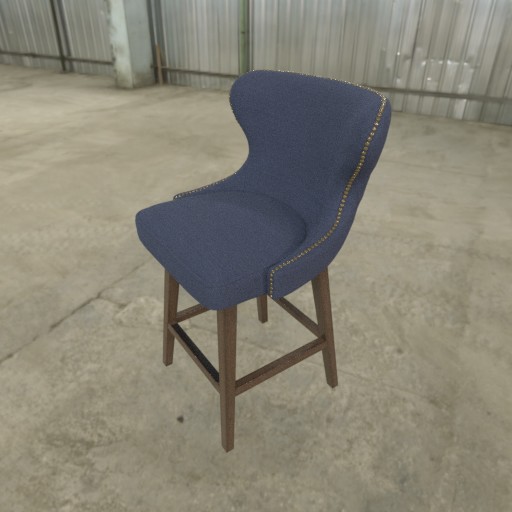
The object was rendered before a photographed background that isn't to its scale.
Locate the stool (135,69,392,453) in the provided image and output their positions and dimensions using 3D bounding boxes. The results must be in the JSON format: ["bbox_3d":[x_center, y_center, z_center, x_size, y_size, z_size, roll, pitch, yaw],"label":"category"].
[{"bbox_3d":[0.000,0.000,1.357,0.597,0.972,0.615,-20,37,-29],"label":"stool"}]
